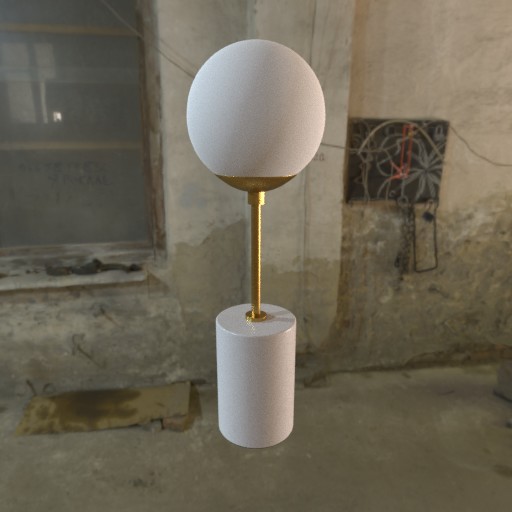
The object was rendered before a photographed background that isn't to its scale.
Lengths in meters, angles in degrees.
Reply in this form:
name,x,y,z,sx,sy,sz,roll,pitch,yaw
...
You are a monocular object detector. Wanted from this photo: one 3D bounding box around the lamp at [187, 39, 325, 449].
name,x,y,z,sx,sy,sz,roll,pitch,yaw
lamp,0.000,0.000,0.542,0.153,0.480,0.153,0,16,0
